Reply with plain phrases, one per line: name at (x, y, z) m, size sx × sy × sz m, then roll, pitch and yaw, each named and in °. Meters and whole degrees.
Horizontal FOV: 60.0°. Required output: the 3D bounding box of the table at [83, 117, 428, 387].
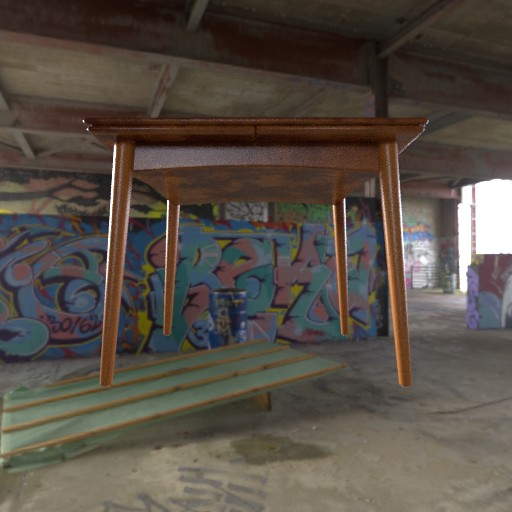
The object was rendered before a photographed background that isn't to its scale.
table at (0.000, 0.000, 1.700) m, size 0.991 × 0.754 × 0.991 m, roll 0°, pitch -1°, yaw 0°
